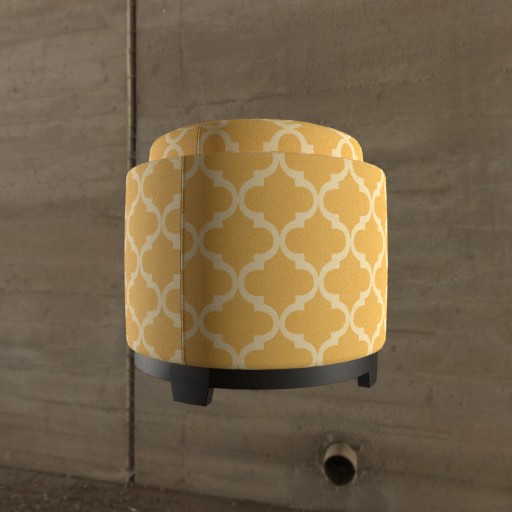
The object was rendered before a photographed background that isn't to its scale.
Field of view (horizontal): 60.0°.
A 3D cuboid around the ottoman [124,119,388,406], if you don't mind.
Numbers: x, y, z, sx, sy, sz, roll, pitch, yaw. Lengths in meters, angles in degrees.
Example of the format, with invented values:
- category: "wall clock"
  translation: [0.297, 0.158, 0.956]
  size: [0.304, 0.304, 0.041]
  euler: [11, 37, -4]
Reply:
- category: "ottoman"
  translation: [0.000, 0.000, 0.843]
  size: [0.480, 0.429, 0.480]
  euler: [0, 0, 0]
